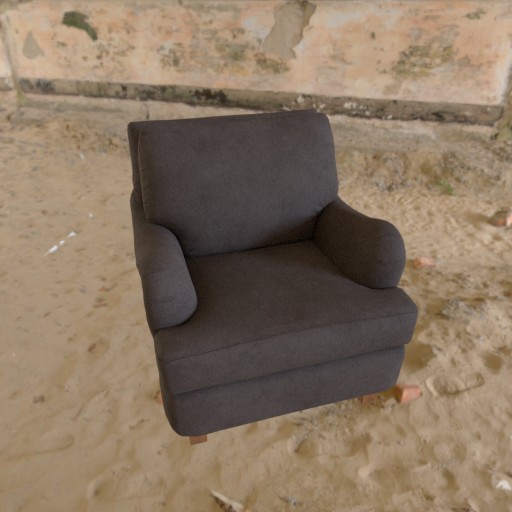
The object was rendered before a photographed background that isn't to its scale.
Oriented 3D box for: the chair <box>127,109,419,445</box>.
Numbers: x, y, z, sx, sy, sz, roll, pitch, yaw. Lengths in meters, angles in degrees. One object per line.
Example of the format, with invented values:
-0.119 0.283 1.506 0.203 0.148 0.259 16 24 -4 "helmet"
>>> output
0.000 0.000 1.840 0.955 0.997 1.070 -9 33 -14 "chair"
